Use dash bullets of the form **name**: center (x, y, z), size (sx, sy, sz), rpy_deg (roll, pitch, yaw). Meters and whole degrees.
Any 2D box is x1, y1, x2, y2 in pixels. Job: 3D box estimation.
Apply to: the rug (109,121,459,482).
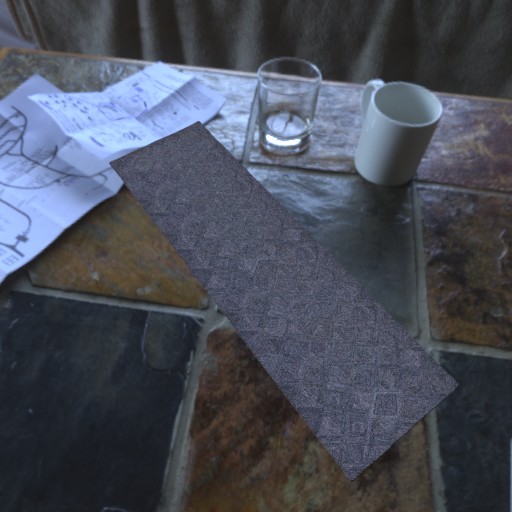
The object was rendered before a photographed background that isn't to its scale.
- **rug**: center (0.000, 0.000, 2.465), size (0.691, 0.011, 2.296), rpy_deg (-31, 62, -19)
